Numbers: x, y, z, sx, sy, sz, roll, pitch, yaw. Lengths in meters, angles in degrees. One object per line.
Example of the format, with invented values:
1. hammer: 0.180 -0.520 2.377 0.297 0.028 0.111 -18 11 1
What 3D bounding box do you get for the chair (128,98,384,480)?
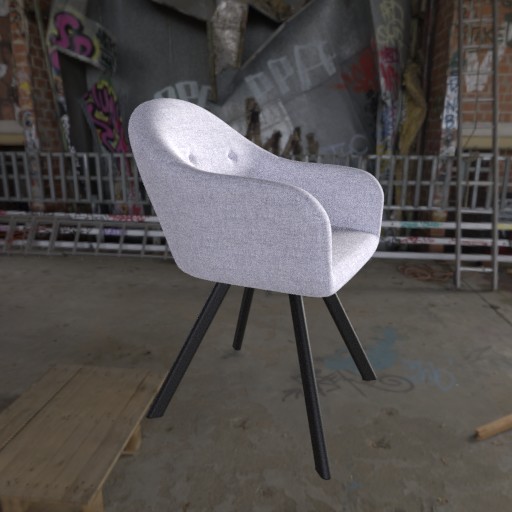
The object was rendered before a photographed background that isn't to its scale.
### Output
1. chair: 0.000 0.000 1.133 0.570 0.780 0.540 7 16 26
